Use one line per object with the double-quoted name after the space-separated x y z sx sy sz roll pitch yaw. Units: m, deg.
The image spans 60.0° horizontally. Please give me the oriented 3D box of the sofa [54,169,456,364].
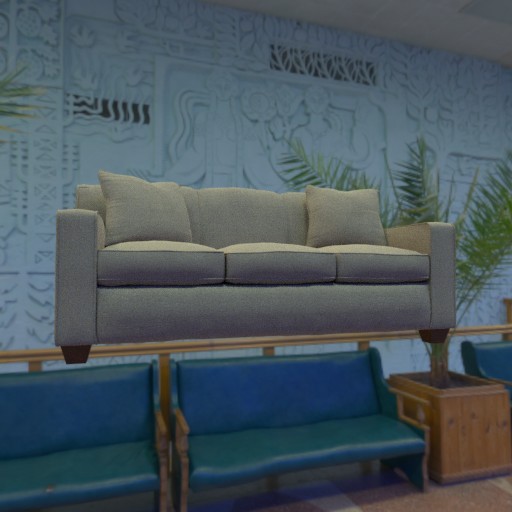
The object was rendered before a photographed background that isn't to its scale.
0.000 0.000 2.554 2.024 0.958 0.997 1 -2 -17 "sofa"
